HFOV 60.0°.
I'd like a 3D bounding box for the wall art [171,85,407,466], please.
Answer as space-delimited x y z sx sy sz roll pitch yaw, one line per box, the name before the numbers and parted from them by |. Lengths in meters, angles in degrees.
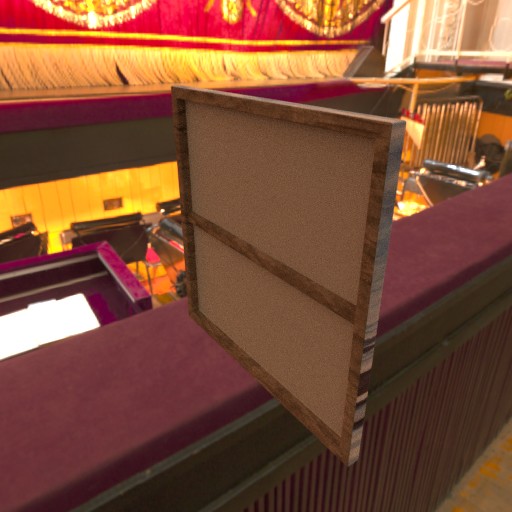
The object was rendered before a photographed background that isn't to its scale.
wall art | 0.000 0.000 1.106 0.035 0.747 0.747 -18 31 -32
